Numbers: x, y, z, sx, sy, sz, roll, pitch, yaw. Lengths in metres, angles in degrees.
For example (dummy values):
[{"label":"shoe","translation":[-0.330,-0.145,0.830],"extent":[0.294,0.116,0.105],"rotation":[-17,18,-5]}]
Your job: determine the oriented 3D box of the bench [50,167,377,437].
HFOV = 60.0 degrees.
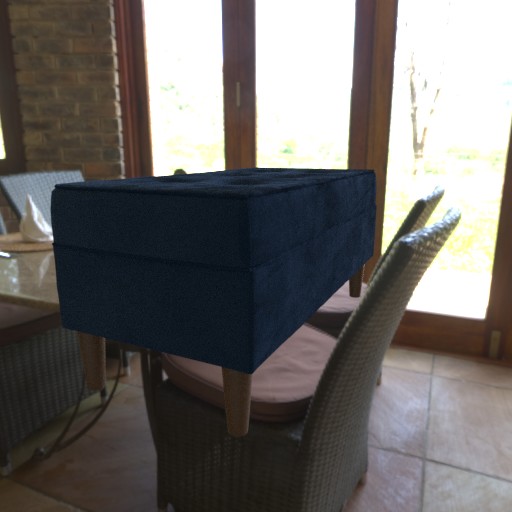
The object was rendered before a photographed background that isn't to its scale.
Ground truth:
[{"label":"bench","translation":[0.000,0.000,1.294],"extent":[0.489,0.467,1.010],"rotation":[7,15,26]}]
